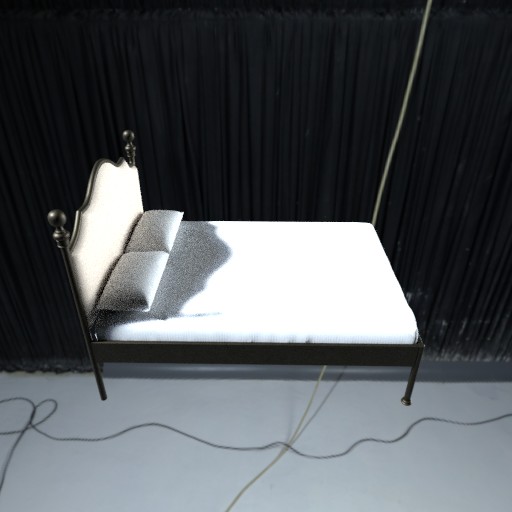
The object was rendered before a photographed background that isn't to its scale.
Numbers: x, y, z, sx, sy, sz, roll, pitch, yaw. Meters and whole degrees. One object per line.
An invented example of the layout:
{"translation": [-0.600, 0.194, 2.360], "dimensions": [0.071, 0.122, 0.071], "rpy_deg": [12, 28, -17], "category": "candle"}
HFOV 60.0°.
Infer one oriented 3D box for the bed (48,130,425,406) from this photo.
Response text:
{"translation": [0.000, 0.000, 3.301], "dimensions": [2.170, 1.462, 1.533], "rpy_deg": [1, 32, 1], "category": "bed"}
